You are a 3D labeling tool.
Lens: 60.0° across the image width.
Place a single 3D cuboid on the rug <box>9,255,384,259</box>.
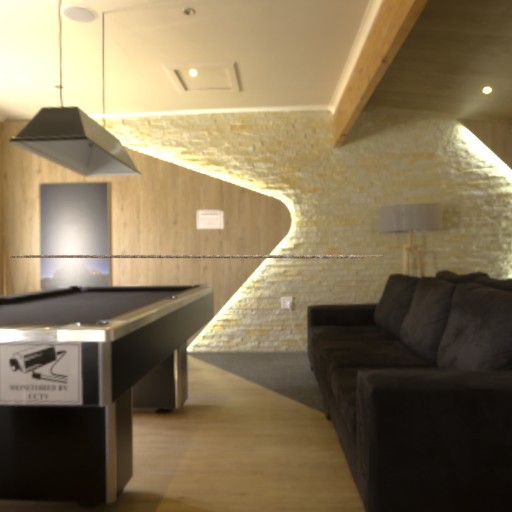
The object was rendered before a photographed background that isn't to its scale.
[{"bbox_3d":[0.000,0.000,2.919,1.548,0.013,2.486,0,0,18],"label":"rug"}]
